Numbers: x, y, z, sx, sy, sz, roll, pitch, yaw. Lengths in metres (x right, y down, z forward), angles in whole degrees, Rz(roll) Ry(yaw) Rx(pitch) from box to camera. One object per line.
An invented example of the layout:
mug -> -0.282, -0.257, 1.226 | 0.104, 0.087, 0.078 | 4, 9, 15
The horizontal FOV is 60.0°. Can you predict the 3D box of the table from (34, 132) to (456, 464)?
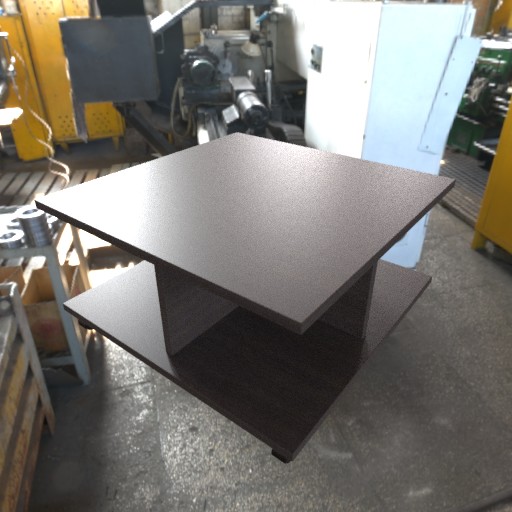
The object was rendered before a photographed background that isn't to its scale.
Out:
table -> 0.000, 0.000, 1.225 | 0.762, 0.396, 0.762 | 21, 37, 32
